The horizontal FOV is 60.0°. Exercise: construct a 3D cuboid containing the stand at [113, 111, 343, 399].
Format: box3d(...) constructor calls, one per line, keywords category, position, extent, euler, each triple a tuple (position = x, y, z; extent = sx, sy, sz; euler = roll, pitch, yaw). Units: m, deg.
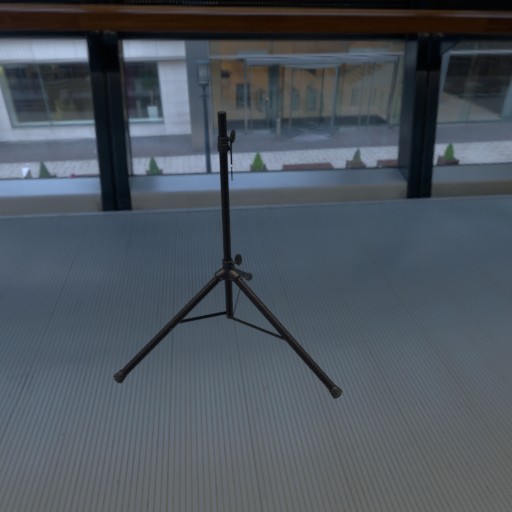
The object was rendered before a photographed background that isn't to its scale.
box3d(category="stand", position=(0.000, 0.000, 1.856), extent=(0.907, 1.136, 1.045), euler=(21, 37, 31))
